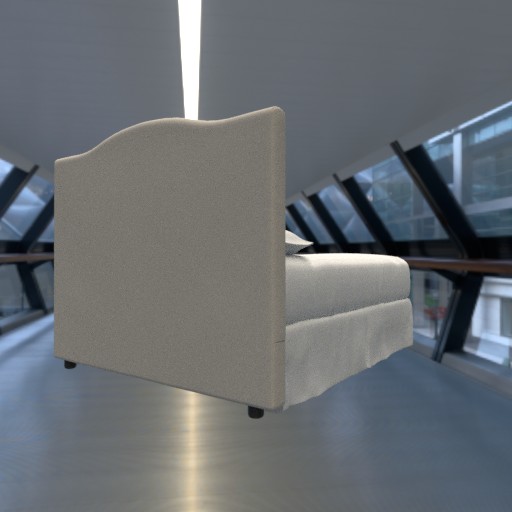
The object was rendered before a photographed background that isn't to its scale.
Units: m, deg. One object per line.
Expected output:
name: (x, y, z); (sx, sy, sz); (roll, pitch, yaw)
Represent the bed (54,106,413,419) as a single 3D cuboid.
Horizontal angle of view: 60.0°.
bed: (0.000, 0.000, 3.245); (1.753, 1.460, 2.143); (0, 0, 36)
